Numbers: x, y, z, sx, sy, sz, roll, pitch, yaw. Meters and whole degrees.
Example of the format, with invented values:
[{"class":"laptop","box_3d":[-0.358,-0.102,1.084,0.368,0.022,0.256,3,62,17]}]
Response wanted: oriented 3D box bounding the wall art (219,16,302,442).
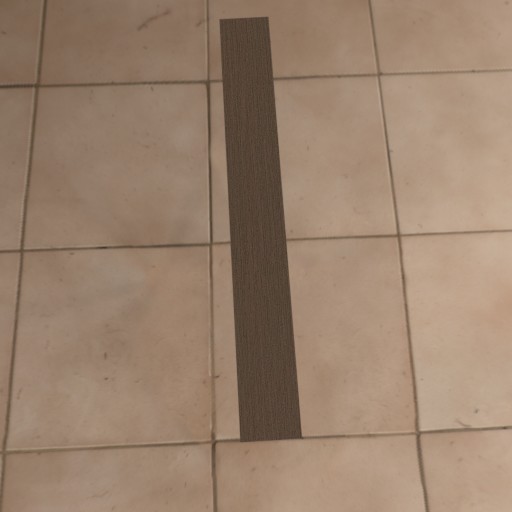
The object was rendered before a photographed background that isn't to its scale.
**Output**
[{"class":"wall art","box_3d":[0.000,0.000,0.453,0.038,0.303,0.304,-3,77,-1]}]
